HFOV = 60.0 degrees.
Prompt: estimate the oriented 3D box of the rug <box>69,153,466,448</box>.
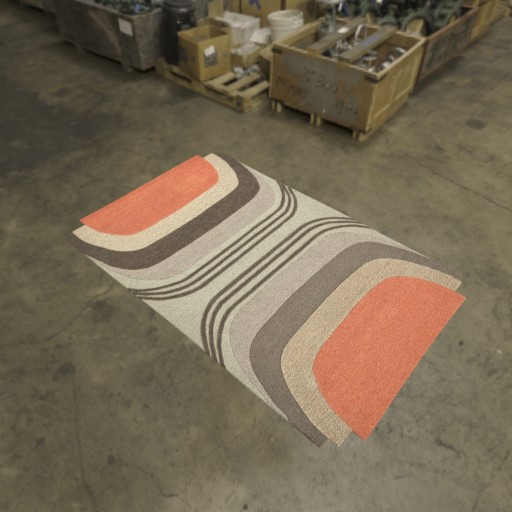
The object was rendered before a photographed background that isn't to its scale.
[{"bbox_3d":[0.000,0.000,3.010,2.446,0.017,1.530,32,53,28],"label":"rug"}]
